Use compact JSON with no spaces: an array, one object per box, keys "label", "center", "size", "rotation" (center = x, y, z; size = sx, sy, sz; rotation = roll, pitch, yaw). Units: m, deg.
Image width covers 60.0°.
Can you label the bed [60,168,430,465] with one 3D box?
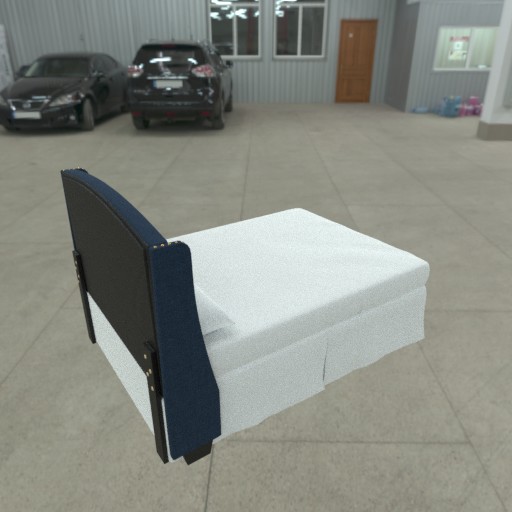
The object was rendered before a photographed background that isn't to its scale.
[{"label":"bed","center":[0.000,0.000,3.243],"size":[2.223,1.402,1.604],"rotation":[-17,30,-31]}]
